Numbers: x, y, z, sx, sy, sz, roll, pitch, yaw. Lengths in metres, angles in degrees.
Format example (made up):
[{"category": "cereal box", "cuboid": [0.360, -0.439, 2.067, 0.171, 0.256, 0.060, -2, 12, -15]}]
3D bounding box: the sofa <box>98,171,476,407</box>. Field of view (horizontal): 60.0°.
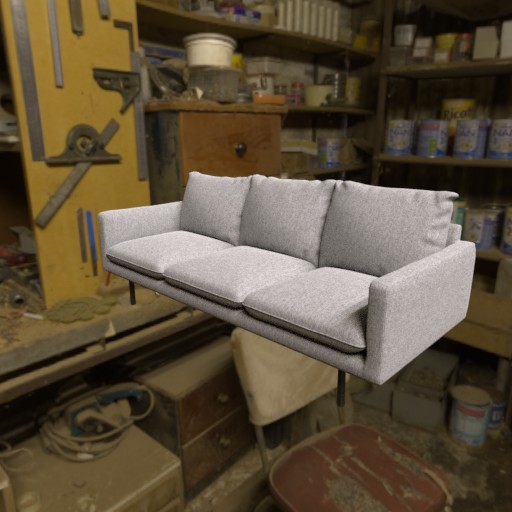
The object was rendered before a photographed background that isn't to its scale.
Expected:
[{"category": "sofa", "cuboid": [0.000, 0.000, 2.441, 2.000, 0.830, 0.850, 15, 21, 42]}]
